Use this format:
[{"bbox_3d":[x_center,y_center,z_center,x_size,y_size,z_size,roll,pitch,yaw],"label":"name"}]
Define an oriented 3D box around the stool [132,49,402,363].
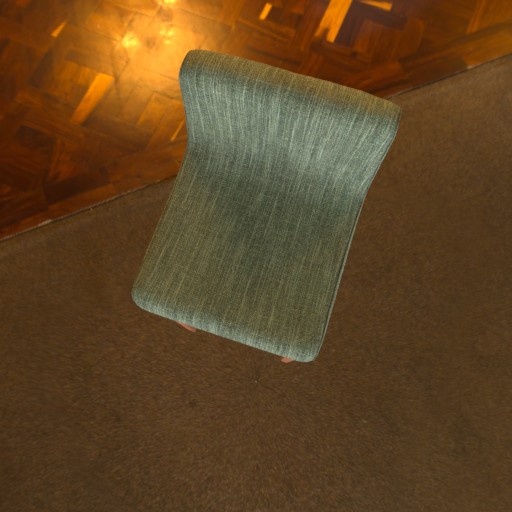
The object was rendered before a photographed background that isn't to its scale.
[{"bbox_3d":[0.000,0.000,1.226,0.426,0.965,0.499,17,75,5],"label":"stool"}]
